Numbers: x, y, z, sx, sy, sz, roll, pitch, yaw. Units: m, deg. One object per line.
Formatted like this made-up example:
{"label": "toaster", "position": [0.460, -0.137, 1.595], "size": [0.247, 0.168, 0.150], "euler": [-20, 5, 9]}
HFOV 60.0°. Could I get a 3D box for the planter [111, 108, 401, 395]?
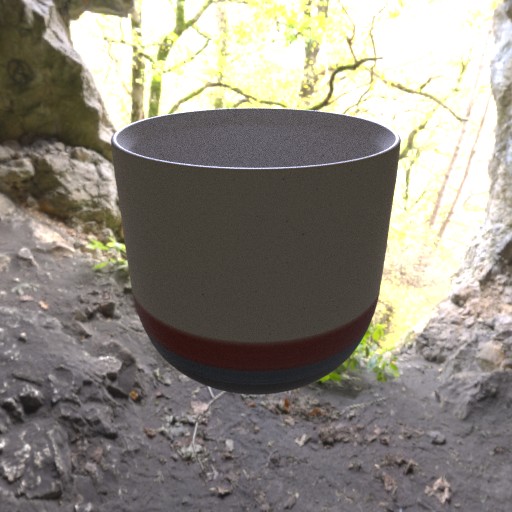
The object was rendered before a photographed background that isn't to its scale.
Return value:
{"label": "planter", "position": [0.000, 0.000, 0.483], "size": [0.268, 0.270, 0.268], "euler": [0, 27, 0]}
